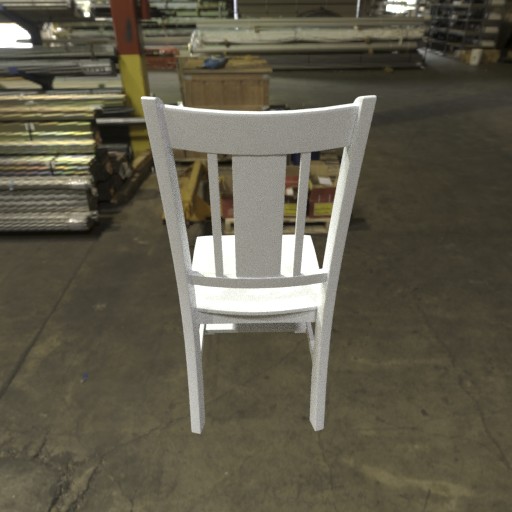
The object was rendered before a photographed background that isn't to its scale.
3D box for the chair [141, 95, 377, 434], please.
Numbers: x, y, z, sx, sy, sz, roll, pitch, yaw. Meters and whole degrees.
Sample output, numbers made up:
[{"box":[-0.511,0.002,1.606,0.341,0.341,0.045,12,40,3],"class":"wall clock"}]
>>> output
[{"box":[0.000,0.000,1.313,0.450,0.998,0.555,-1,30,-1],"class":"chair"}]
